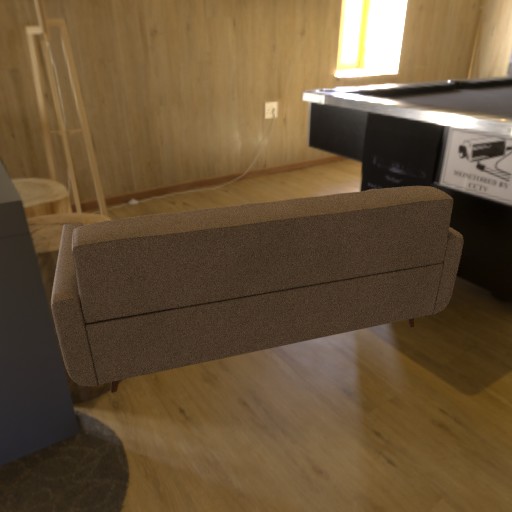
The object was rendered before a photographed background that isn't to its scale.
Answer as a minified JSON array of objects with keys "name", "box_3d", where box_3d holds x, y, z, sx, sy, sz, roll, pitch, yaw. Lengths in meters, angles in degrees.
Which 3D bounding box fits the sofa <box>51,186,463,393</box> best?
[{"name":"sofa","box_3d":[0.000,0.000,2.499,2.029,0.841,0.909,-8,28,-16]}]
